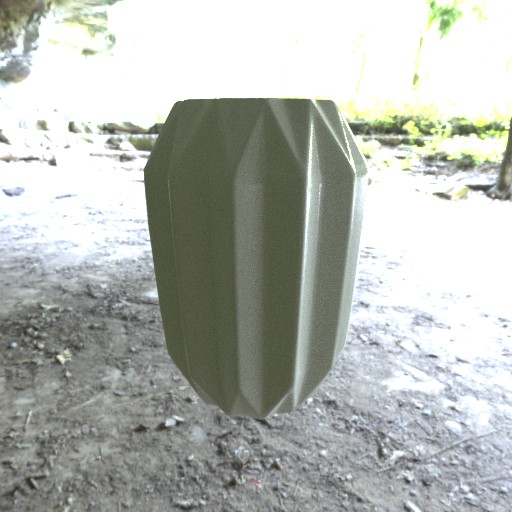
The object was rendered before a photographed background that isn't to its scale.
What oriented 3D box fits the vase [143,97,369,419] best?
[{"bbox_3d":[0.000,0.000,0.415,0.195,0.275,0.195,0,17,0],"label":"vase"}]
